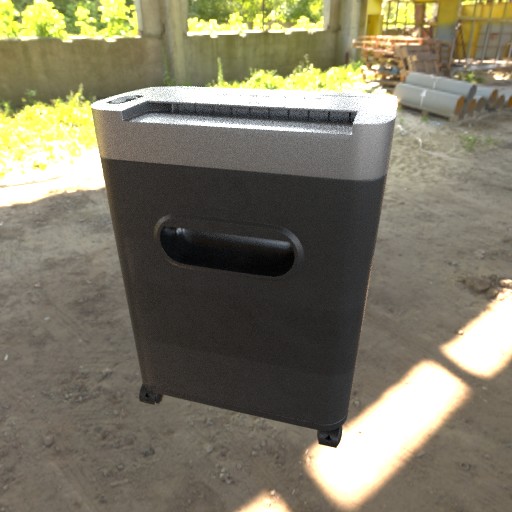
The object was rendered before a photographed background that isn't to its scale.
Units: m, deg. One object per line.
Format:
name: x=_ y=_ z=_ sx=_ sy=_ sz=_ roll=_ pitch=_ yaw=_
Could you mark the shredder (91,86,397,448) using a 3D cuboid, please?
shredder: x=0.000 y=0.000 z=0.603 sx=0.311 sy=0.419 sz=0.237 roll=8 pitch=29 yaw=14
